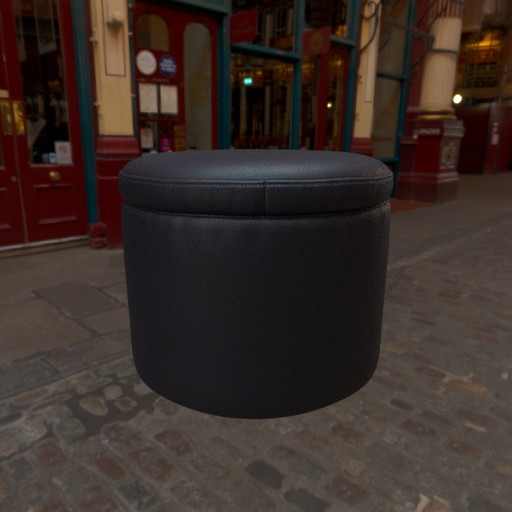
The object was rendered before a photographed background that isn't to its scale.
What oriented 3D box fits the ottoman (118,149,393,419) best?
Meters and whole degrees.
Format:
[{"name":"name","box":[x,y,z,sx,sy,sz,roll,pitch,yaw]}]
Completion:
[{"name":"ottoman","box":[0.000,0.000,0.881,0.501,0.409,0.501,0,15,0]}]
